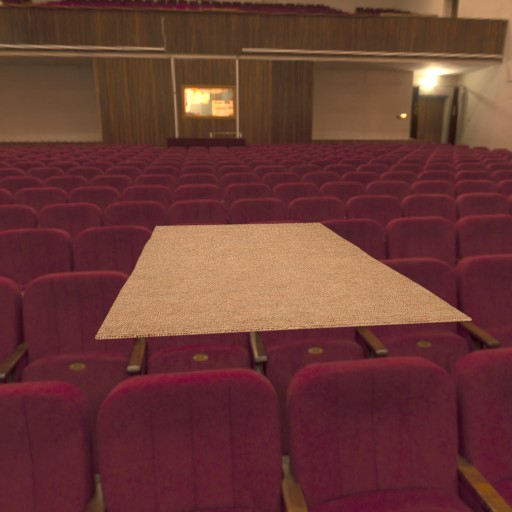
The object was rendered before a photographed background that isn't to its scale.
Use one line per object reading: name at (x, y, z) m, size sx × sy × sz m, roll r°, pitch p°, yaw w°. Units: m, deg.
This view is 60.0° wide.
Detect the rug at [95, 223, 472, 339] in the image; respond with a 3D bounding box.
rug at (0.000, 0.000, 2.936) m, size 1.533 × 0.011 × 2.439 m, roll -2°, pitch 14°, yaw -7°
